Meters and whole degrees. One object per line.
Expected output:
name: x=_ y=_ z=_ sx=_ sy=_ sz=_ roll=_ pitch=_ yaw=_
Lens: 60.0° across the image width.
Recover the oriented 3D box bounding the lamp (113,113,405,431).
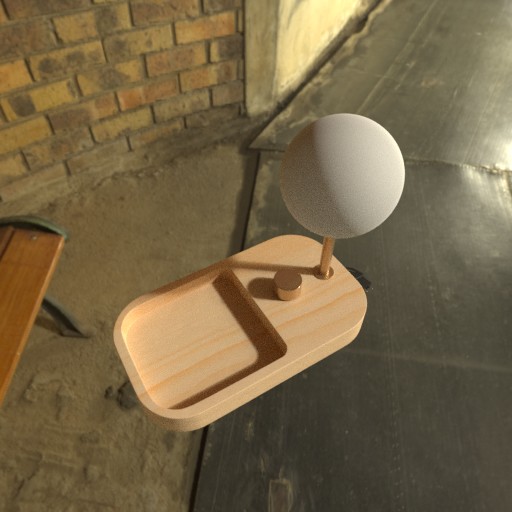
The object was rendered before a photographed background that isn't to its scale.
lamp: x=0.000 y=0.000 z=0.470 sx=0.331 sy=0.253 sz=0.173 roll=-24 pitch=53 yaw=-20
